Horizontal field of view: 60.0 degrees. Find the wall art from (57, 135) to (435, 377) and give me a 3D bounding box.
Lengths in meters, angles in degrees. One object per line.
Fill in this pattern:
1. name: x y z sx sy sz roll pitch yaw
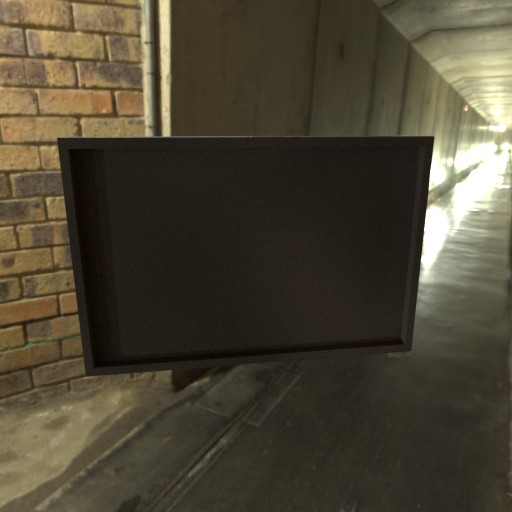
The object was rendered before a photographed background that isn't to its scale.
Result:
1. wall art: 0.000 0.000 0.780 0.609 0.406 0.033 -2 16 -8
